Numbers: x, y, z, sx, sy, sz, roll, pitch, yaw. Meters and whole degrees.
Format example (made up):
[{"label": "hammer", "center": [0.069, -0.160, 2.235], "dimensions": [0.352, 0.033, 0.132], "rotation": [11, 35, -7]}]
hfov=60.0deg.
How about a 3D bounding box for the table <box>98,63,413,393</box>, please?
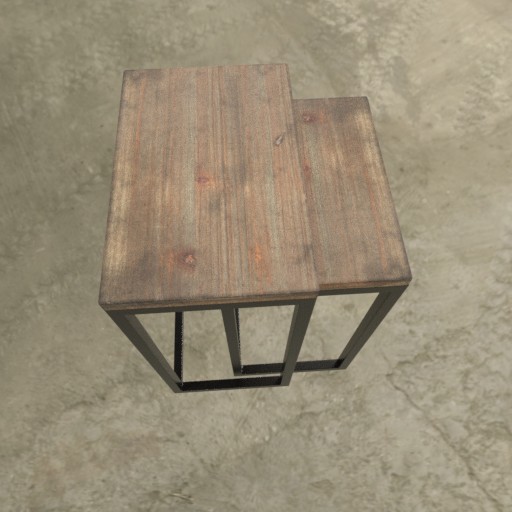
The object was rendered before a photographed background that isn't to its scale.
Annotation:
[{"label": "table", "center": [0.000, 0.000, 0.959], "dimensions": [0.460, 0.615, 0.456], "rotation": [-1, 62, -1]}]
